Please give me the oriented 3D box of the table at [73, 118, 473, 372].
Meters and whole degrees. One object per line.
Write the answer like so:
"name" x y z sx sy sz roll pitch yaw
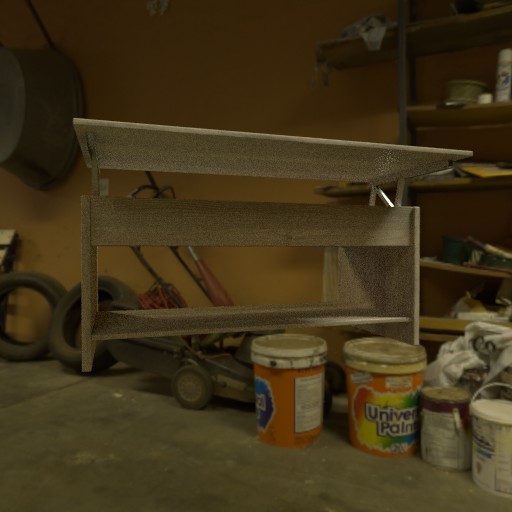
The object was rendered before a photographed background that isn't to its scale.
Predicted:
"table" 0.000 0.000 1.385 1.000 0.570 0.712 0 1 -18
